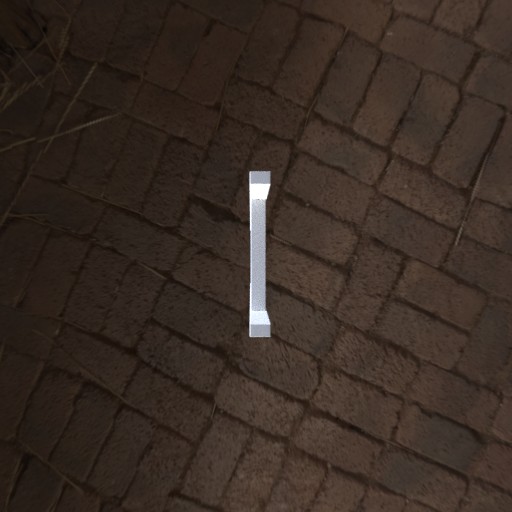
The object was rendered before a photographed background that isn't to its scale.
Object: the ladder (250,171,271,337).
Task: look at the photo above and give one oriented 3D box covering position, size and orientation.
[{"bbox_3d":[0.000,0.000,1.976,0.051,1.797,0.452,0,90,-1],"label":"ladder"}]
